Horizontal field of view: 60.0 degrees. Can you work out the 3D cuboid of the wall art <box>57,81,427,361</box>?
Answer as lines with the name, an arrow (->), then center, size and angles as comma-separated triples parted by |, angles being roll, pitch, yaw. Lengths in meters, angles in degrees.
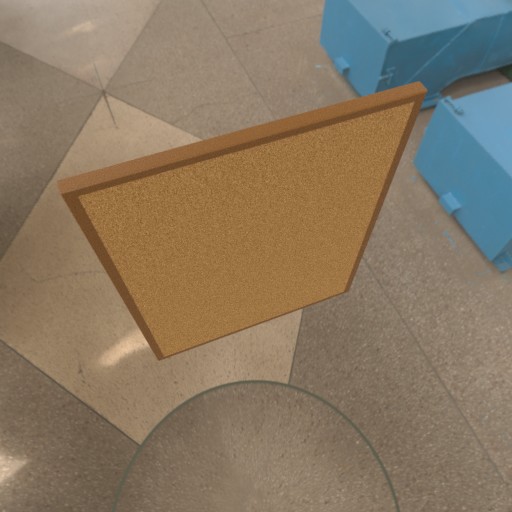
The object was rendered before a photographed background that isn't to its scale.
wall art -> 0.000, 0.000, 0.745 | 0.449, 0.550, 0.021 | -18, 60, -11
